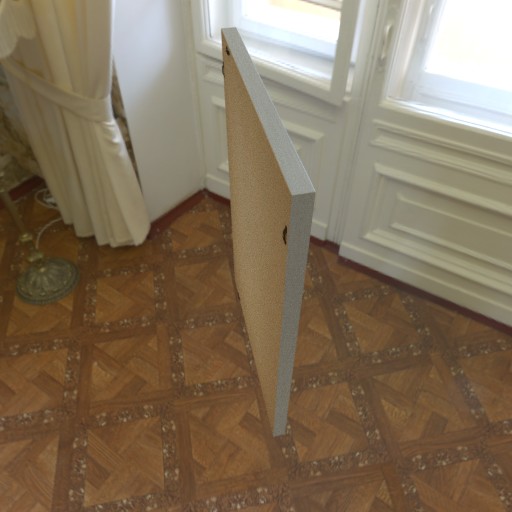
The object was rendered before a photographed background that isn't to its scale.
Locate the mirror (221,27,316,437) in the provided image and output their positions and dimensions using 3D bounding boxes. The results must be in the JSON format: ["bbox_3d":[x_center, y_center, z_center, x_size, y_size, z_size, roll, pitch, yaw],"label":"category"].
[{"bbox_3d":[0.000,0.000,1.163,0.040,0.915,0.609,-9,48,-8],"label":"mirror"}]
